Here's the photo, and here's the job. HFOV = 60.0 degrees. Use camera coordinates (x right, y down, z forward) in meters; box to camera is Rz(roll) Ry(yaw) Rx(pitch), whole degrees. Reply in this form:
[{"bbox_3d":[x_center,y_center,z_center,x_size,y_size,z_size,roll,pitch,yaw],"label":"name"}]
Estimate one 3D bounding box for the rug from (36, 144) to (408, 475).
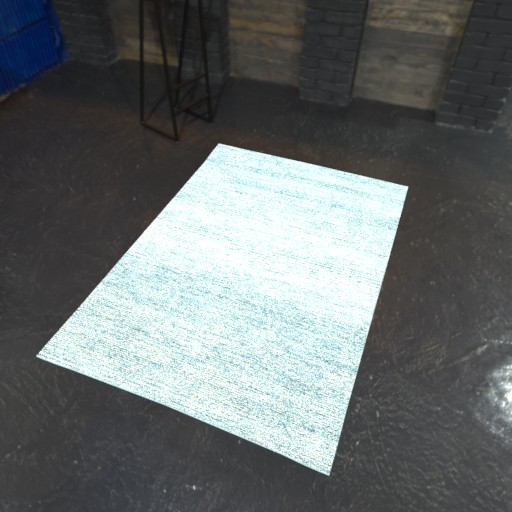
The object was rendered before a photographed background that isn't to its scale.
[{"bbox_3d":[0.000,0.000,2.874,1.611,0.026,2.260,16,48,15],"label":"rug"}]
